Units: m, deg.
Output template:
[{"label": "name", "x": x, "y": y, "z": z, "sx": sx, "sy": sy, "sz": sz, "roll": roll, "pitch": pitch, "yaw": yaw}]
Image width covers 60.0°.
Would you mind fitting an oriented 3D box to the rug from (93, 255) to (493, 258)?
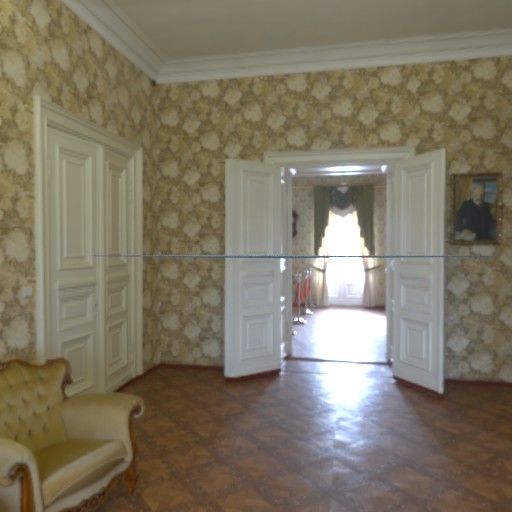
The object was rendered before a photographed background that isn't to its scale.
[{"label": "rug", "x": 0.000, "y": 0.000, "z": 3.027, "sx": 1.525, "sy": 0.007, "sz": 2.440, "roll": 0, "pitch": 0, "yaw": -35}]
